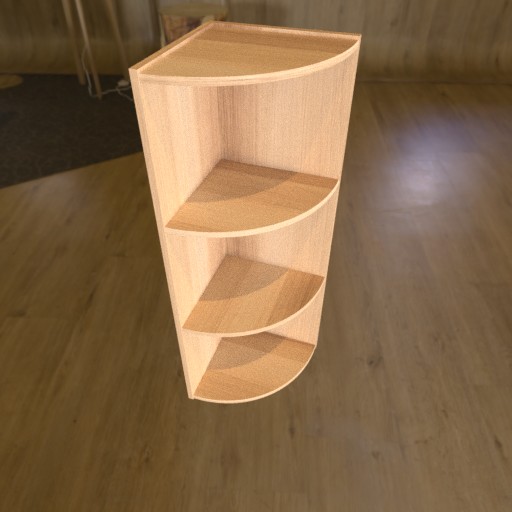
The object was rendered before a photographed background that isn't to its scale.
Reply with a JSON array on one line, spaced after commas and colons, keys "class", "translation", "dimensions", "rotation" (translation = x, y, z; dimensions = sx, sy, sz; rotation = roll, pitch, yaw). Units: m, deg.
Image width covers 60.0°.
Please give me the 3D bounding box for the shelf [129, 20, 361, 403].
[{"class": "shelf", "translation": [0.000, 0.000, 0.993], "dimensions": [0.290, 0.872, 0.290], "rotation": [13, 43, 14]}]
